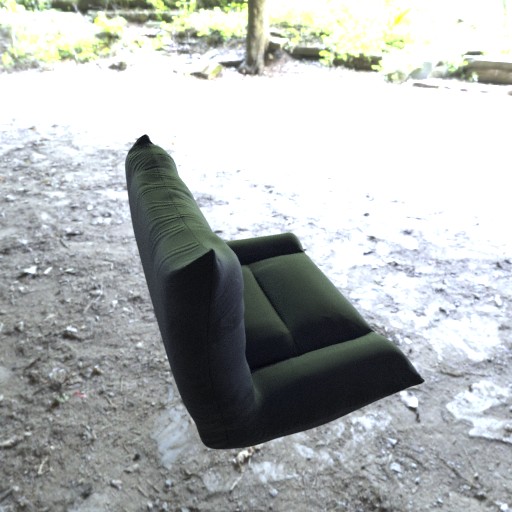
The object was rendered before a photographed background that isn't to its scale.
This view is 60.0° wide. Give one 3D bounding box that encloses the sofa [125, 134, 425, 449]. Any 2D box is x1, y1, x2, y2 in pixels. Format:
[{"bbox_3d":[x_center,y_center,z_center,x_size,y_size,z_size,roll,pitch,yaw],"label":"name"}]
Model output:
[{"bbox_3d":[0.000,0.000,1.723,0.849,0.778,1.122,-11,33,-17],"label":"sofa"}]
